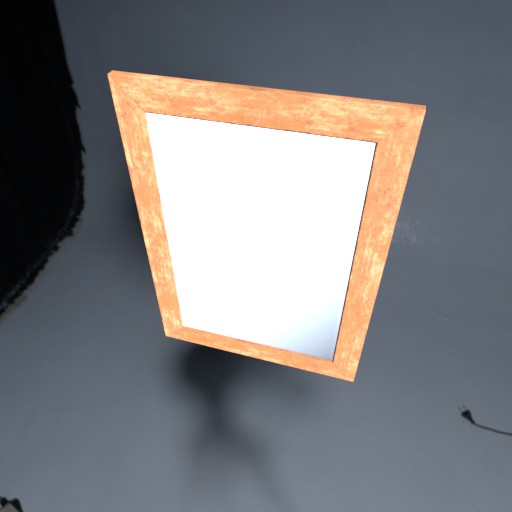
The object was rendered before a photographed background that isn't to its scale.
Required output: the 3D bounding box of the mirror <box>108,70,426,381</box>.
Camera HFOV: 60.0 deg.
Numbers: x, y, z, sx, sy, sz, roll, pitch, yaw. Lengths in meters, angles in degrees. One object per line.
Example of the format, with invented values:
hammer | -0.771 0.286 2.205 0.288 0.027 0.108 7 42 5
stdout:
mirror | 0.000 0.000 1.445 0.796 1.099 0.028 11 43 12
